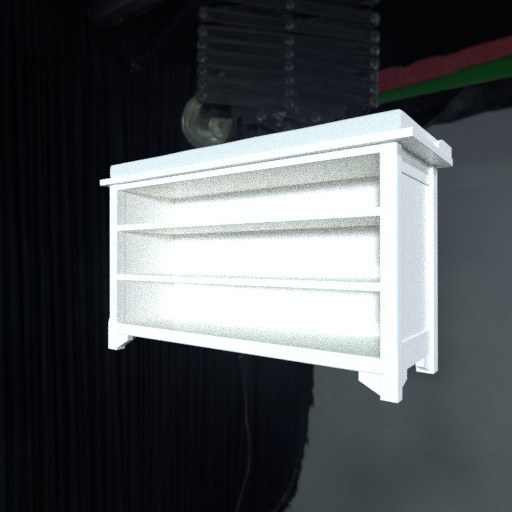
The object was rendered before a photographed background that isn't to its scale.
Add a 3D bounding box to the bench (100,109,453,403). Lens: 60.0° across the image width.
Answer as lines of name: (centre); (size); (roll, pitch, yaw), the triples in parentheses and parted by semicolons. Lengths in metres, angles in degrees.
bench: (0.000, 0.000, 1.277); (0.987, 0.589, 0.346); (0, 0, 36)
